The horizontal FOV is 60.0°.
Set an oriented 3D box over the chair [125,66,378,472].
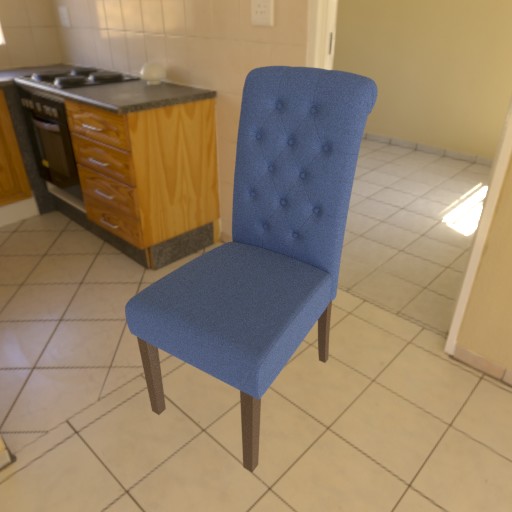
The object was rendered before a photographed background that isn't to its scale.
[{"bbox_3d":[0.000,0.000,1.349,0.456,1.006,0.671,19,35,29],"label":"chair"}]
